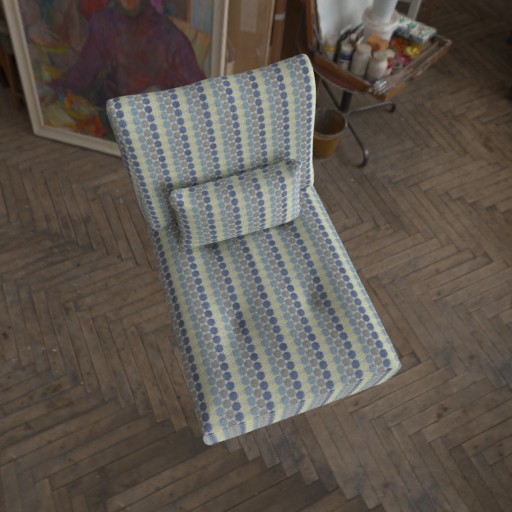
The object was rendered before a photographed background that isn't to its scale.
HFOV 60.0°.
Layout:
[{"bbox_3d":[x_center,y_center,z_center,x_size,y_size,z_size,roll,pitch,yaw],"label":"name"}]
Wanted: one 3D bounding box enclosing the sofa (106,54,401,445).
[{"bbox_3d":[0.000,0.000,1.551,0.700,0.820,1.000,-17,63,-9],"label":"sofa"}]
